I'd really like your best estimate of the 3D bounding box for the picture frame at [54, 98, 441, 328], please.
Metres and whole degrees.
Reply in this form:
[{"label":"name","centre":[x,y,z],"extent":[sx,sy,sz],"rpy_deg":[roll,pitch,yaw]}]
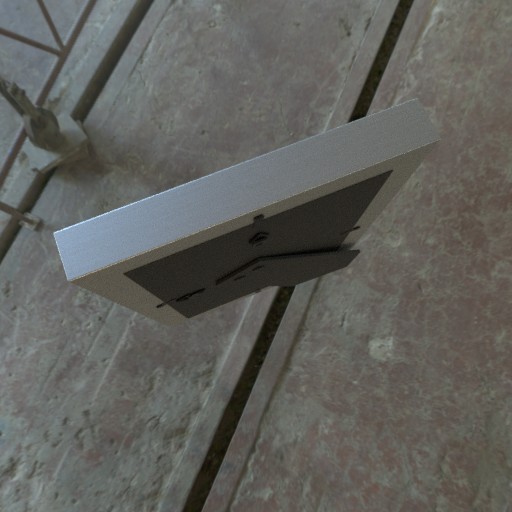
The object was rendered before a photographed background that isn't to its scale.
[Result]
[{"label":"picture frame","centre":[0.000,0.000,0.276],"extent":[0.157,0.208,0.028],"rpy_deg":[-21,77,-5]}]
